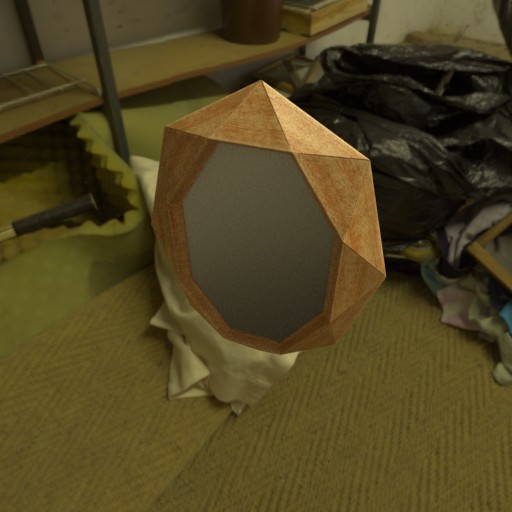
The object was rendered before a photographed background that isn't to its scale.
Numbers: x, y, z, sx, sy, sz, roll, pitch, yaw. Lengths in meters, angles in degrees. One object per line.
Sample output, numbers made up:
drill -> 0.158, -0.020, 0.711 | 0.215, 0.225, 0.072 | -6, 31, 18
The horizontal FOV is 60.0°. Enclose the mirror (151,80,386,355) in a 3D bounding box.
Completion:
mirror -> 0.000, 0.000, 1.014 | 0.577, 0.774, 0.070 | 13, 43, 15
